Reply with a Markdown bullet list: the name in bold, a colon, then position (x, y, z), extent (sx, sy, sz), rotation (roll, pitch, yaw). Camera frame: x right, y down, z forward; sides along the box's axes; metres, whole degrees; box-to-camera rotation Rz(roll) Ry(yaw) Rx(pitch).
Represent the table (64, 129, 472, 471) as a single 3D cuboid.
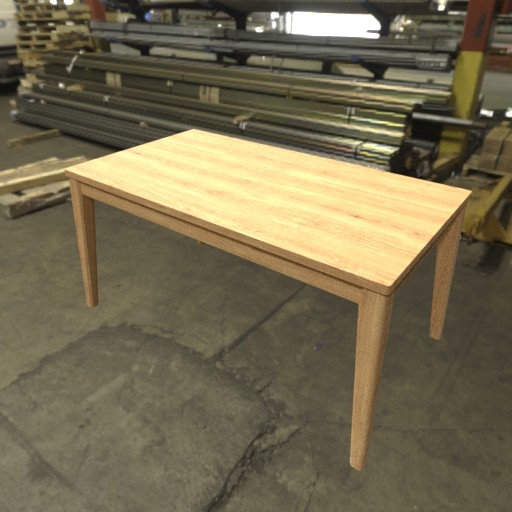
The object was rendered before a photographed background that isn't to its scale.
- **table**: position (0.000, 0.000, 2.078), extent (1.600, 0.760, 0.900), rotation (21, 37, 31)
